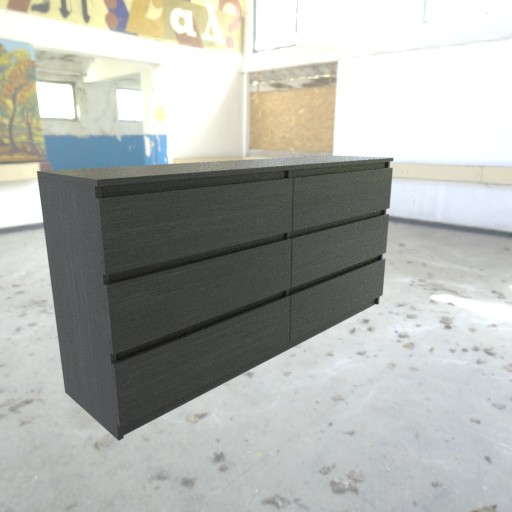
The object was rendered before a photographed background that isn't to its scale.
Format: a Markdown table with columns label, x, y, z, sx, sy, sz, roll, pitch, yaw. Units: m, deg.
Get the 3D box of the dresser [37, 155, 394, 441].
| label | x | y | z | sx | sy | sz | roll | pitch | yaw |
| --- | --- | --- | --- | --- | --- | --- | --- | --- | --- |
| dresser | 0.000 | 0.000 | 1.929 | 0.400 | 0.795 | 1.590 | 14 | 21 | 42 |
